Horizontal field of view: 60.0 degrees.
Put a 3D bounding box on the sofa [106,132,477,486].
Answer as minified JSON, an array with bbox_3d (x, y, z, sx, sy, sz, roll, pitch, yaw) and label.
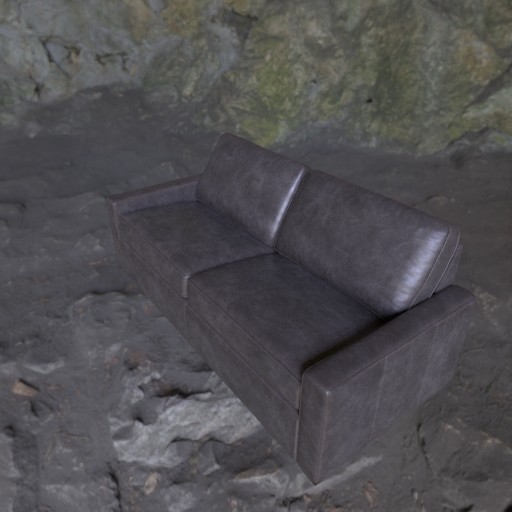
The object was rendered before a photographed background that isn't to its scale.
[{"bbox_3d":[0.000,0.000,2.476,0.939,0.916,2.081,-21,37,-31],"label":"sofa"}]
